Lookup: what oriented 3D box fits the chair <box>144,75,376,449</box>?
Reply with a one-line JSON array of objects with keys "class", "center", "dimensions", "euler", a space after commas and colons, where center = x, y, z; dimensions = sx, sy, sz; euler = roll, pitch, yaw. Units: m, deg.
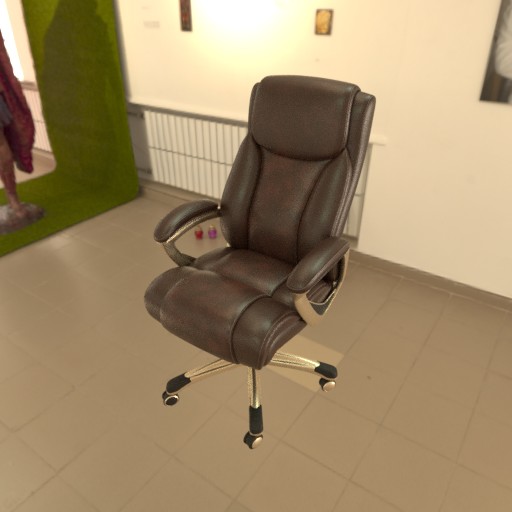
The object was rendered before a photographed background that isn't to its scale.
[{"class": "chair", "center": [0.000, 0.000, 1.668], "dimensions": [0.692, 1.194, 0.749], "euler": [19, 35, 29]}]
